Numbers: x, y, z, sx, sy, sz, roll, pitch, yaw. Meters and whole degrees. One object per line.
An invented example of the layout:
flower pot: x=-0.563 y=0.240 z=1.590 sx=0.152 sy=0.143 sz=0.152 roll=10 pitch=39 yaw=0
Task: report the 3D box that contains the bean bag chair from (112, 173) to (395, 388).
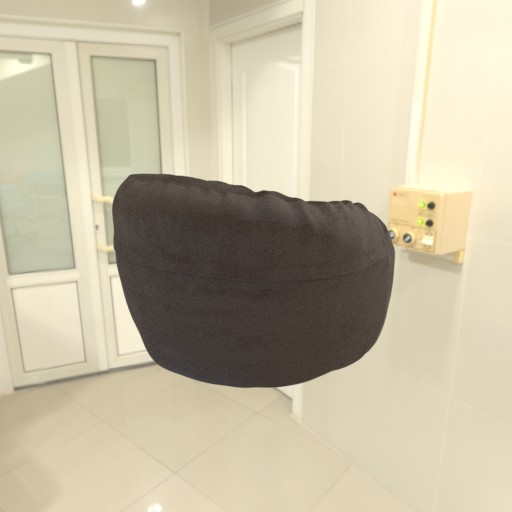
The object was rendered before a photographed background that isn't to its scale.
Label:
bean bag chair: x=0.000 y=0.000 z=2.125 sx=1.245 sy=0.821 sz=1.245 roll=0 pitch=16 yaw=0
